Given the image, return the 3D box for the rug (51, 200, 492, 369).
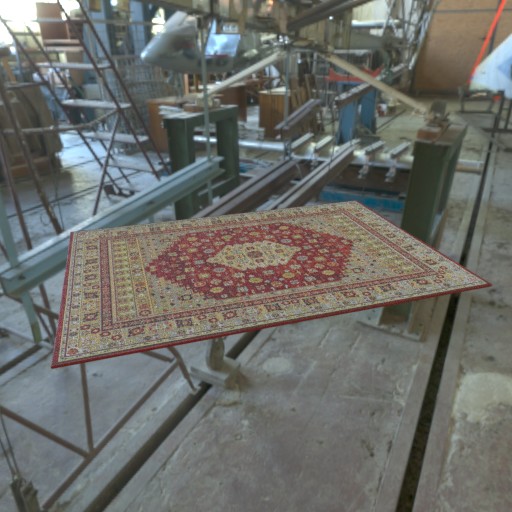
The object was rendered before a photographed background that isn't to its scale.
[{"bbox_3d":[0.000,0.000,2.215,1.802,0.013,1.194,-8,27,-16],"label":"rug"}]
